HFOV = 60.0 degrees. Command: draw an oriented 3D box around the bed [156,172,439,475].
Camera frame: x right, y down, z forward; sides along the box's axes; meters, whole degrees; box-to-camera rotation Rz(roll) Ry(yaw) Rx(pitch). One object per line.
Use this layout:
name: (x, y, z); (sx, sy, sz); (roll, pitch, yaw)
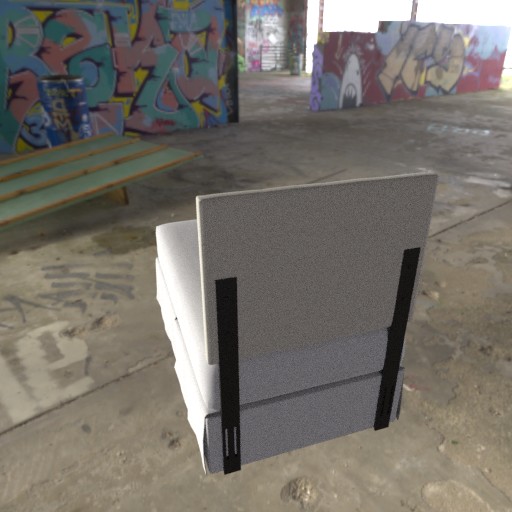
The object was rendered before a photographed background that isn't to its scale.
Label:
bed: (0.000, 0.000, 3.050); (1.261, 1.571, 1.997); (-8, 27, -17)
